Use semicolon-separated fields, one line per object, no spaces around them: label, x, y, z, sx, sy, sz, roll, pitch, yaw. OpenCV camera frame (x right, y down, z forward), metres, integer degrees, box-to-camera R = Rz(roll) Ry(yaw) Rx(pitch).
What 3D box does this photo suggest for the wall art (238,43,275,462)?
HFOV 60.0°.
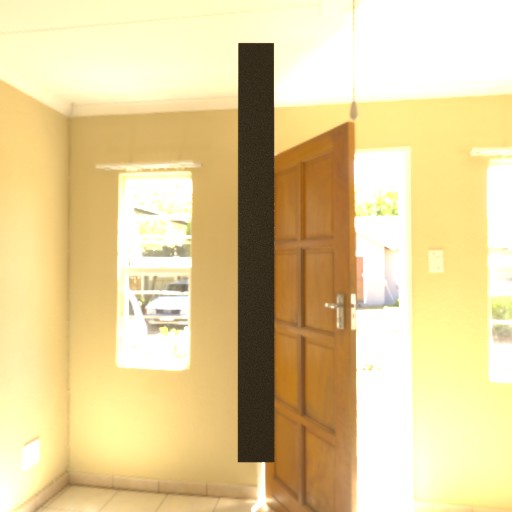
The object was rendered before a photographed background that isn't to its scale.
wall art;0.000;0.000;0.529;0.028;0.321;0.381;0;-1;0
